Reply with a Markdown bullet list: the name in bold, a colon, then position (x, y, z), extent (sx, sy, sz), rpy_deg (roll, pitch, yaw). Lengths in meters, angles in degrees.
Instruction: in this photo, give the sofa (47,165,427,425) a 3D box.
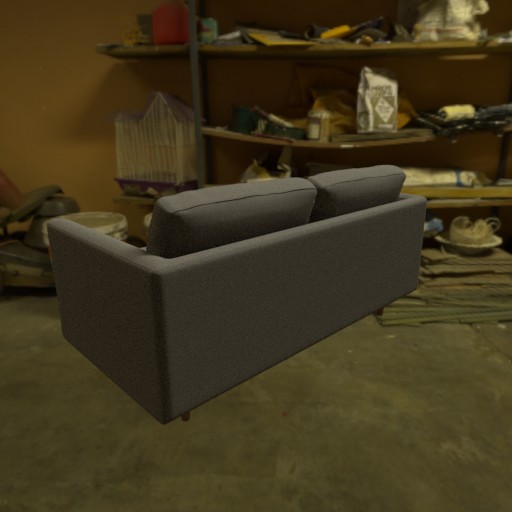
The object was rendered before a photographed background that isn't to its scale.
- **sofa**: position (0.000, 0.000, 2.238), extent (1.713, 0.866, 0.940), rpy_deg (-16, 23, -41)
